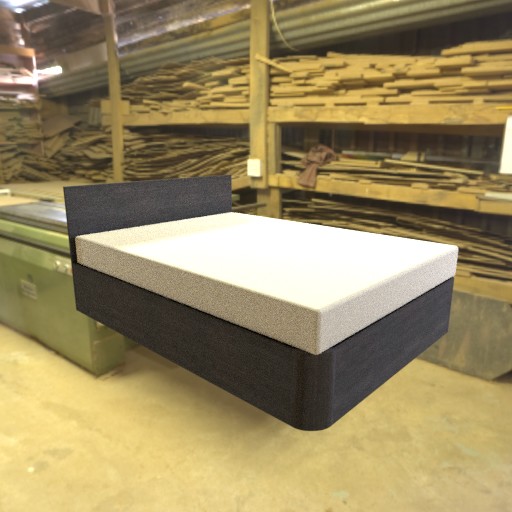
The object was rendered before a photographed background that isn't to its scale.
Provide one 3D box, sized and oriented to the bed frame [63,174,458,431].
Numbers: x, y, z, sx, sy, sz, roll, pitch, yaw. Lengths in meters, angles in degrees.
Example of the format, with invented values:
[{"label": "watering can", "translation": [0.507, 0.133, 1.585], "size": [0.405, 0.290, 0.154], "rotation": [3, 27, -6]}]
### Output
[{"label": "bed frame", "translation": [0.000, 0.000, 2.658], "size": [1.900, 0.800, 1.400], "rotation": [13, 19, 41]}]
